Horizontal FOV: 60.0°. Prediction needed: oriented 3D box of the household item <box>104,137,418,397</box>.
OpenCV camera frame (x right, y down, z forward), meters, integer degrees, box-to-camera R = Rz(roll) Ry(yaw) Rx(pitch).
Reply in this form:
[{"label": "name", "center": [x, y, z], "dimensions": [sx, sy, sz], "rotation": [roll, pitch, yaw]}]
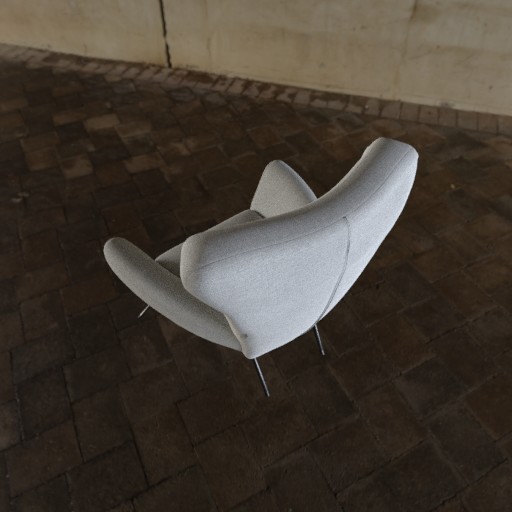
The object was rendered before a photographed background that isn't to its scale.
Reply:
[{"label": "household item", "center": [0.000, 0.000, 1.836], "dimensions": [0.980, 1.050, 0.900], "rotation": [-31, 53, -26]}]
